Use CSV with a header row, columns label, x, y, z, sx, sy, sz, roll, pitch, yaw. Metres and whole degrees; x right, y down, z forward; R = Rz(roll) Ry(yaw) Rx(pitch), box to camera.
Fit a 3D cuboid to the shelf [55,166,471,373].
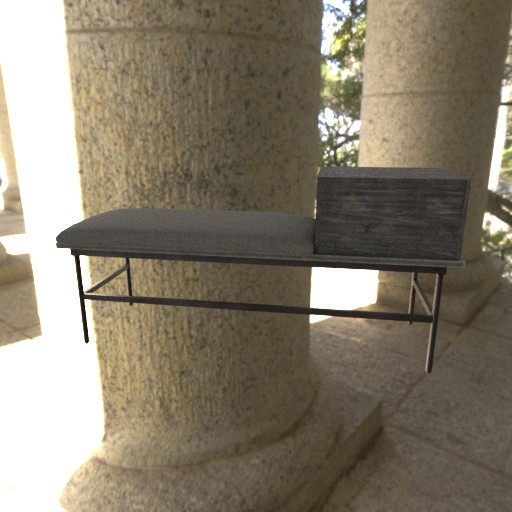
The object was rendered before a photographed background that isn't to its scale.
label,x,y,z,sx,sy,sz,roll,pitch,yaw
shelf,0.000,0.000,1.656,1.342,0.633,0.457,3,16,9
